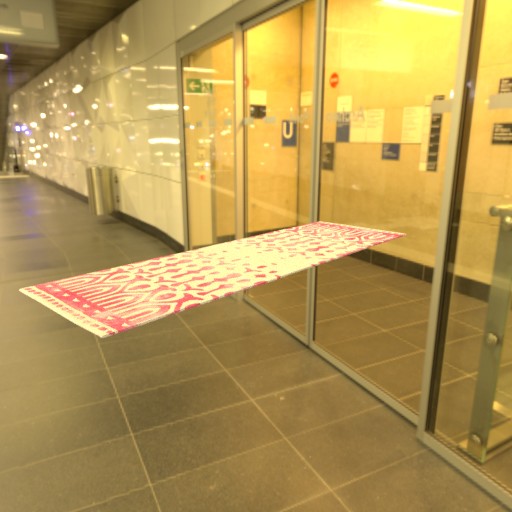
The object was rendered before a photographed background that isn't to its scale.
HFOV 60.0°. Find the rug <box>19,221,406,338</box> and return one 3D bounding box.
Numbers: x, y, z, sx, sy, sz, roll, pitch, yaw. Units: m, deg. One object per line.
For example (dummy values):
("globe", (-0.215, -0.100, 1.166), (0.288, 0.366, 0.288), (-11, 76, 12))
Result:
("rug", (0.000, 0.000, 2.709), (0.787, 0.011, 2.458), (14, 20, 42))
